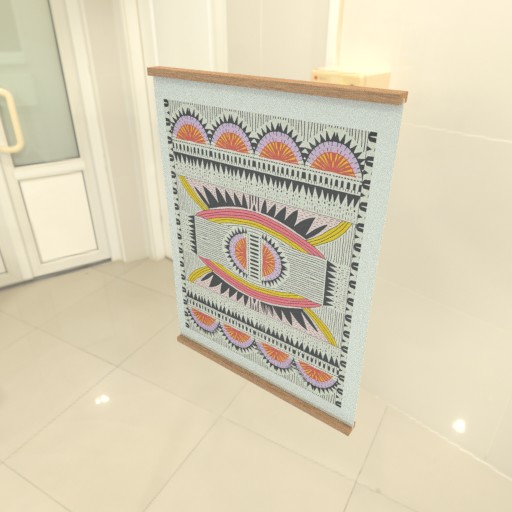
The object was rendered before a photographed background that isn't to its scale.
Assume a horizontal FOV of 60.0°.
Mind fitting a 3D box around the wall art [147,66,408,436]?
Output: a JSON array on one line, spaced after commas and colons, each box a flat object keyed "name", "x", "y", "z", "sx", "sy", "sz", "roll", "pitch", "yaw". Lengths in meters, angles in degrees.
[{"name": "wall art", "x": 0.000, "y": 0.000, "z": 0.809, "sx": 0.456, "sy": 0.609, "sz": 0.028, "roll": 20, "pitch": 35, "yaw": 32}]
